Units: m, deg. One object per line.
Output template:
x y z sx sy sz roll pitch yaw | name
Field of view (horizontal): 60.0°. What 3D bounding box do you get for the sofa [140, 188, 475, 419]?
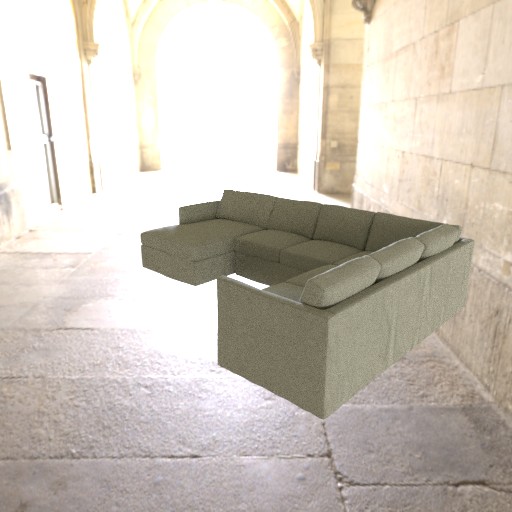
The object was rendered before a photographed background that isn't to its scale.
0.000 0.000 4.551 3.434 0.869 2.440 16 23 41 | sofa
